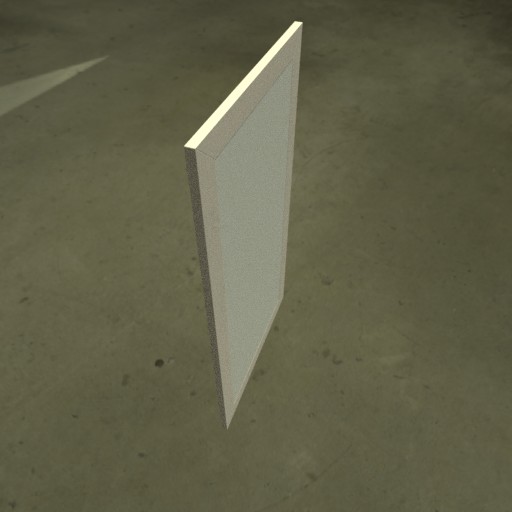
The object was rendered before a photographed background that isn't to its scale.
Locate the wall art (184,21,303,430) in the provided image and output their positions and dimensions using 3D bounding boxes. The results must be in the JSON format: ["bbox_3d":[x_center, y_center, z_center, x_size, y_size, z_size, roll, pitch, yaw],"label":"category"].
[{"bbox_3d":[0.000,0.000,0.813,0.013,0.683,0.380,15,48,14],"label":"wall art"}]
